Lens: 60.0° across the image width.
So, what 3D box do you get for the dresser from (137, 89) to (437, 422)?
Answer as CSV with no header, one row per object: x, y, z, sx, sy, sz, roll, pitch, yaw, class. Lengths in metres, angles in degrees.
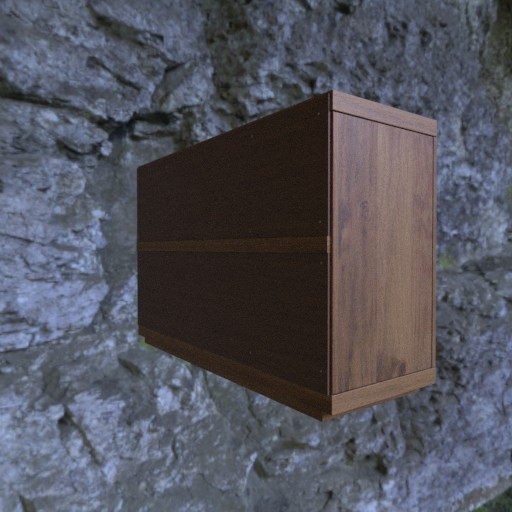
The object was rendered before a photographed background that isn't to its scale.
0.000,0.000,1.718,0.479,0.825,1.261,-1,1,-36,dresser
